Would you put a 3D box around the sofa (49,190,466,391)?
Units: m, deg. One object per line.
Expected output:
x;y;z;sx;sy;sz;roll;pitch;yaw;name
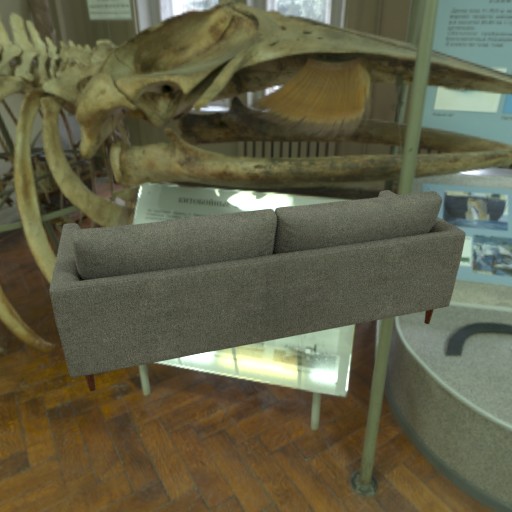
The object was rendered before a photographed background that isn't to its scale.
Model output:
0.000;0.000;2.780;2.250;0.868;1.020;-8;27;-15;sofa
